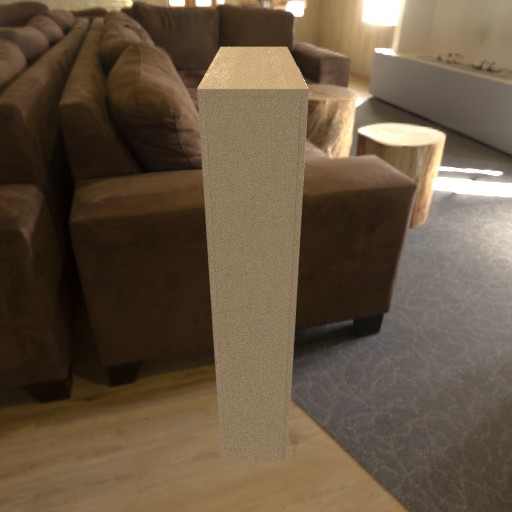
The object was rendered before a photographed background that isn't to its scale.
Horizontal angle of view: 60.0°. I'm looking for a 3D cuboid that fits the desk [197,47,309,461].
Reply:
[{"bbox_3d":[0.000,0.000,1.585,0.250,1.280,0.750,0,31,0],"label":"desk"}]
